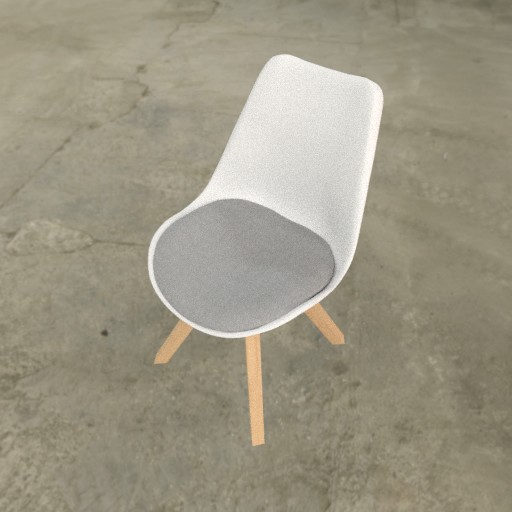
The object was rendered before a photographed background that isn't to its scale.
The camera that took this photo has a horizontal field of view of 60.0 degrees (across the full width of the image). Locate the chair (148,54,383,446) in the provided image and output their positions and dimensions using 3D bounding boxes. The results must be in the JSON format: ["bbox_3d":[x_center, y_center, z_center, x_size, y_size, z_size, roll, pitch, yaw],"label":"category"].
[{"bbox_3d":[0.000,0.000,1.184,0.485,0.850,0.550,30,52,27],"label":"chair"}]
